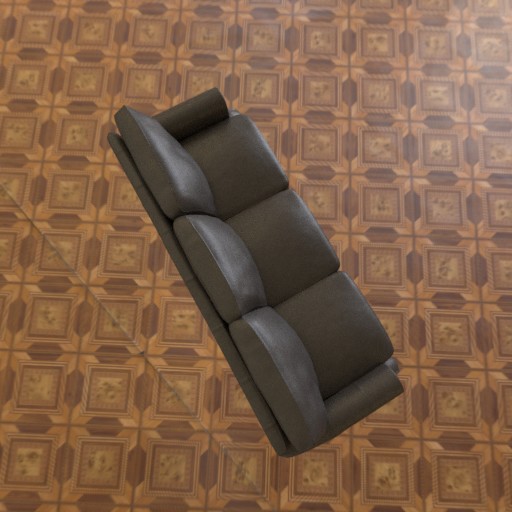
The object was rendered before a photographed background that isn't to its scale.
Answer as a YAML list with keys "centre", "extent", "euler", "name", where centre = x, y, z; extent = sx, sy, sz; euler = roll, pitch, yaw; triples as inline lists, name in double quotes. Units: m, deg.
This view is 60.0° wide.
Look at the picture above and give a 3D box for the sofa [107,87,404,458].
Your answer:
- centre: [0.000, 0.000, 2.932]
  extent: [0.974, 0.977, 2.387]
  euler: [-29, 78, -7]
  name: "sofa"
